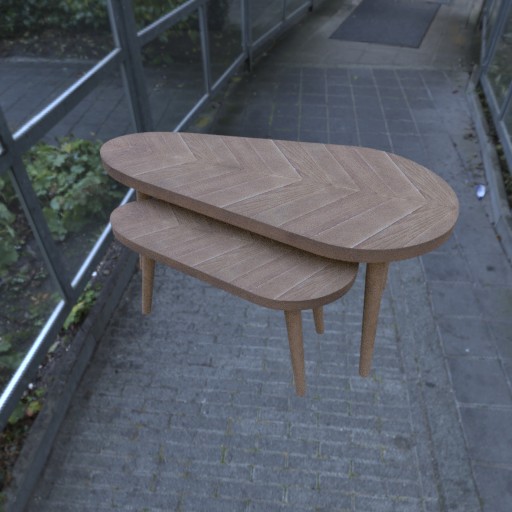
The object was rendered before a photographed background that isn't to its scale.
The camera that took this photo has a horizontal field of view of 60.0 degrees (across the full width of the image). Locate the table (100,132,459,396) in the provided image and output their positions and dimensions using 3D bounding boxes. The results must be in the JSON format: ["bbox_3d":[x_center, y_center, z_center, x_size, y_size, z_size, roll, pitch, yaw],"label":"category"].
[{"bbox_3d":[0.000,0.000,1.569,1.190,0.595,0.701,13,43,14],"label":"table"}]
